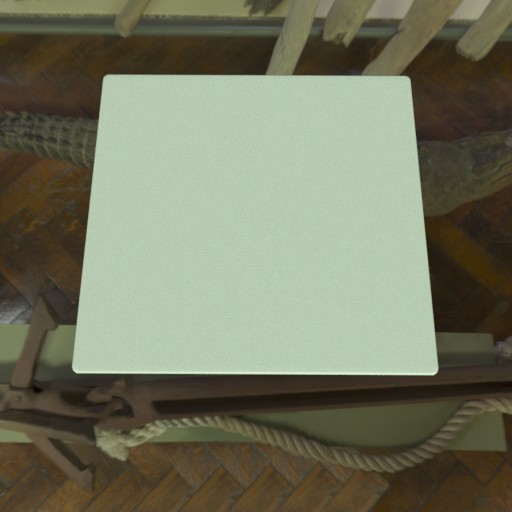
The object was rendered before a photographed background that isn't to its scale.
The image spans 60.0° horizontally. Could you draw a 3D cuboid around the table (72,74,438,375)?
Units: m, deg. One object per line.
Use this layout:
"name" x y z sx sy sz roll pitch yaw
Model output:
"table" 0.000 0.000 0.972 0.533 0.563 0.500 0 75 0
